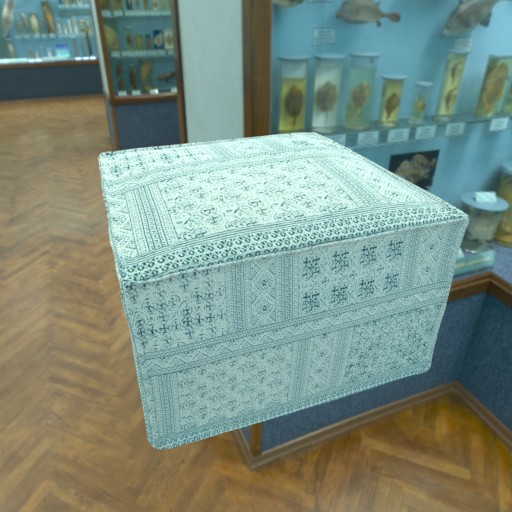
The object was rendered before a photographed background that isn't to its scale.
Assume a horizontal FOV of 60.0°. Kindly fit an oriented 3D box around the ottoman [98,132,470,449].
[{"bbox_3d":[0.000,0.000,1.038,0.626,0.439,0.617,-10,32,-17],"label":"ottoman"}]
